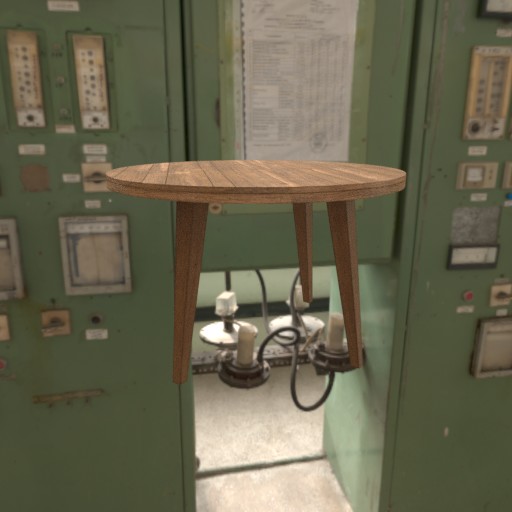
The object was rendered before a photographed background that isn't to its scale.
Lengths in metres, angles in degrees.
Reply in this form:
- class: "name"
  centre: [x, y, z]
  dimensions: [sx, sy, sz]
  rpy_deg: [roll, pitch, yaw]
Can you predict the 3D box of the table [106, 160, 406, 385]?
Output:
- class: "table"
  centre: [0.000, 0.000, 1.986]
  dimensions: [1.213, 0.764, 1.213]
  rpy_deg: [0, 16, 0]
